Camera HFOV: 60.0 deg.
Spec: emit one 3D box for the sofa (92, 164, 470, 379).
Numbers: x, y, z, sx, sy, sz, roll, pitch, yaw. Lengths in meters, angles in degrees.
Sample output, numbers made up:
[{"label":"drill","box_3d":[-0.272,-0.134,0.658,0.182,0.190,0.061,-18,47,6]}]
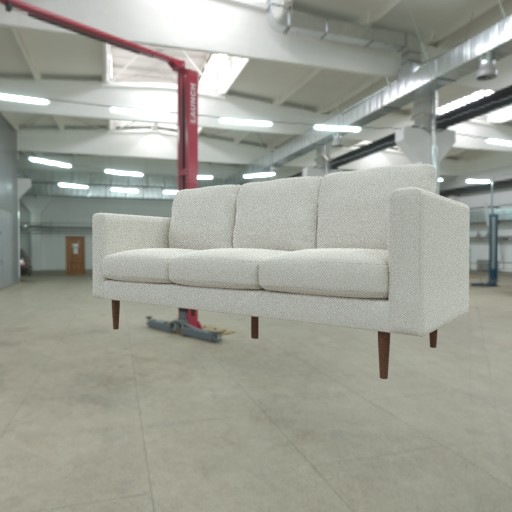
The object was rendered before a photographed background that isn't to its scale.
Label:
[{"label":"sofa","box_3d":[0.000,0.000,2.457,2.029,0.912,0.802,1,1,37]}]
